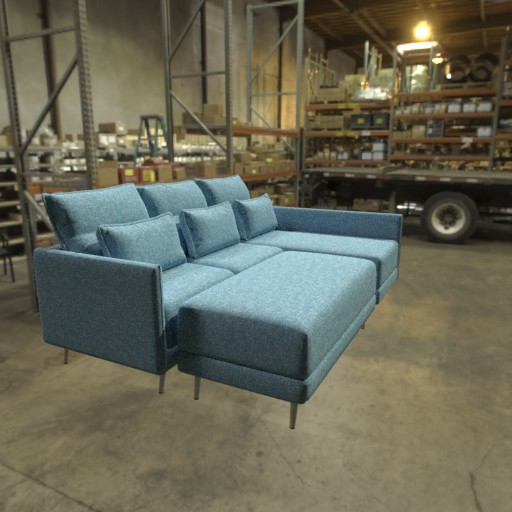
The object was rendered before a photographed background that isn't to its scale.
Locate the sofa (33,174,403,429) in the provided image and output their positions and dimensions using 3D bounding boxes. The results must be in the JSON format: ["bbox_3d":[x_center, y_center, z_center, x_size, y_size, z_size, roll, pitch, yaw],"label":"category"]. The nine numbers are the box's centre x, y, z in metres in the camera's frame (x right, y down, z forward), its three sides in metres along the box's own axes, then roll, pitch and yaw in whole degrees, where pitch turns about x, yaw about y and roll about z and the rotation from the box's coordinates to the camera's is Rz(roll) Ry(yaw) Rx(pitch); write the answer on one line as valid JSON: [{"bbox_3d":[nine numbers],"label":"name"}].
[{"bbox_3d":[0.000,0.000,2.757,1.420,0.899,2.034,7,15,26],"label":"sofa"}]
